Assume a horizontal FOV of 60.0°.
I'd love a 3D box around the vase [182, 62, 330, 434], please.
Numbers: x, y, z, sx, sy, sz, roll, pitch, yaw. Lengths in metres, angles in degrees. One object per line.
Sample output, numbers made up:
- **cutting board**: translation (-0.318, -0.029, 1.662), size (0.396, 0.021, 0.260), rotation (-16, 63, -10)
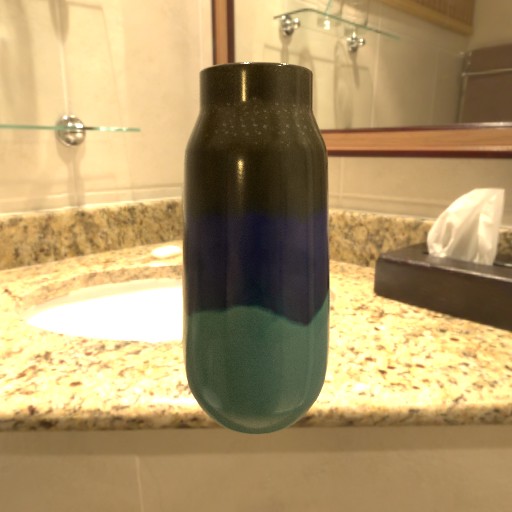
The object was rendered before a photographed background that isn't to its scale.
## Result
- **vase**: translation (0.000, 0.000, 0.402), size (0.139, 0.313, 0.139), rotation (0, 14, 0)
